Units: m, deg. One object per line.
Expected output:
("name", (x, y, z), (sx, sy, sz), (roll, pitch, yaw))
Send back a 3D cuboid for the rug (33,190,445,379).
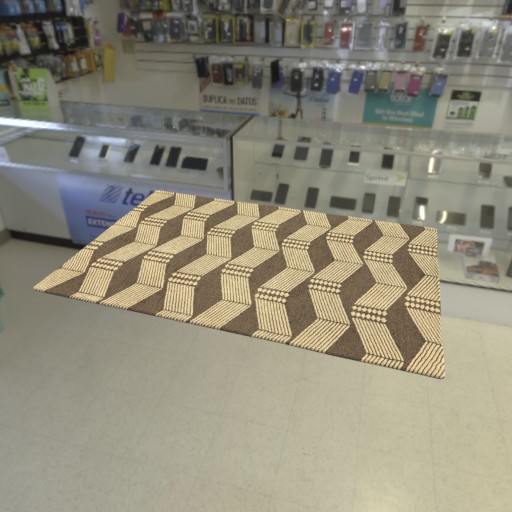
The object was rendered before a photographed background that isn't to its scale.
("rug", (0.000, 0.000, 2.341), (1.833, 0.016, 1.210), (10, 33, 15))
